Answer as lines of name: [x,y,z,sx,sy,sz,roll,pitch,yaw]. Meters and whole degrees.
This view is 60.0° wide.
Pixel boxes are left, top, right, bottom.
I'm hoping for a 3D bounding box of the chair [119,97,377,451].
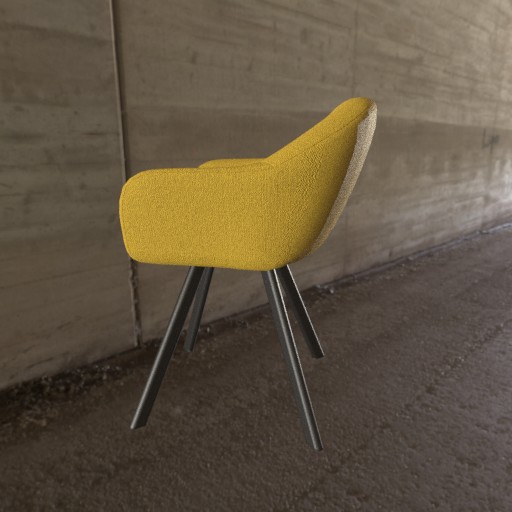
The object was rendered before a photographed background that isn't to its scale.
chair: [0.000,0.000,1.160,0.565,0.775,0.545,2,14,8]
